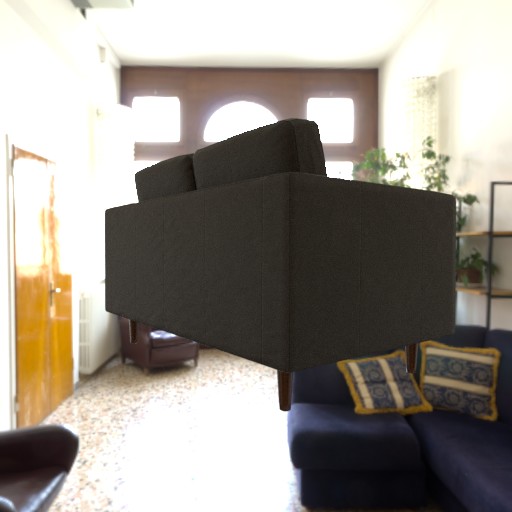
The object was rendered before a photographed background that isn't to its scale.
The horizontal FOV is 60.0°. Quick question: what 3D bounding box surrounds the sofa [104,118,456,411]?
[{"bbox_3d":[0.000,0.000,1.984,0.879,0.899,1.430,-1,1,-37],"label":"sofa"}]
